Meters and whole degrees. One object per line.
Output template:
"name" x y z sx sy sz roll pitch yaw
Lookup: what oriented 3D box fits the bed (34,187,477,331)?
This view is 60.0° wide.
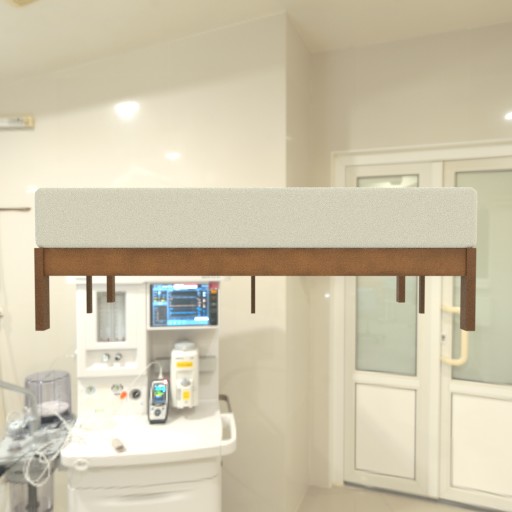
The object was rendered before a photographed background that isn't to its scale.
"bed" 0.000 0.000 2.375 1.902 0.616 0.961 0 2 0
